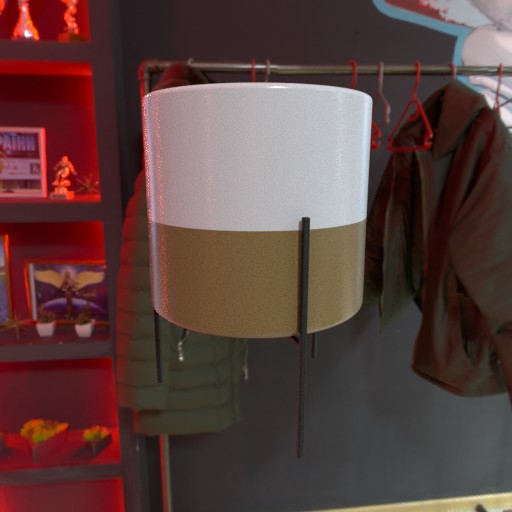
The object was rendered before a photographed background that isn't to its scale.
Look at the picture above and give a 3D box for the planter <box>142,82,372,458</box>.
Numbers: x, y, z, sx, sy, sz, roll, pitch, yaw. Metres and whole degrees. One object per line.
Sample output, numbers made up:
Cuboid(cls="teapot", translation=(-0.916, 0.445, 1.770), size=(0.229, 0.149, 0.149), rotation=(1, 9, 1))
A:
Cuboid(cls="planter", translation=(0.000, 0.000, 0.645), size=(0.310, 0.432, 0.310), rotation=(6, 14, 25))
